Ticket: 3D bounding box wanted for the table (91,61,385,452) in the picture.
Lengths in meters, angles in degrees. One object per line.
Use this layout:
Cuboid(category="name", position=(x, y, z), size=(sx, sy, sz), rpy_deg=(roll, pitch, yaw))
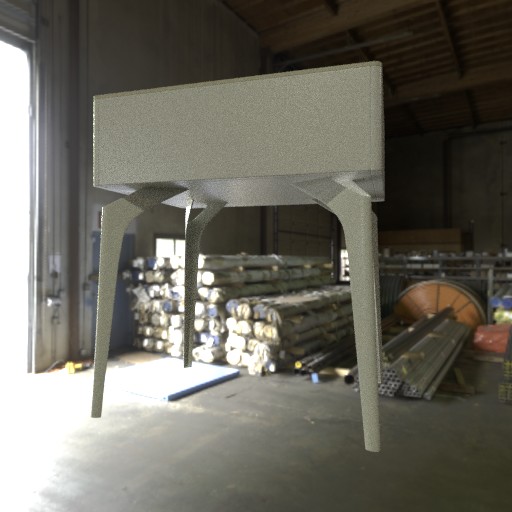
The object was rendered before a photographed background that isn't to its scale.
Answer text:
Cuboid(category="table", position=(0.000, 0.000, 0.903), size=(0.500, 0.570, 0.400), rpy_deg=(0, 0, 17))
